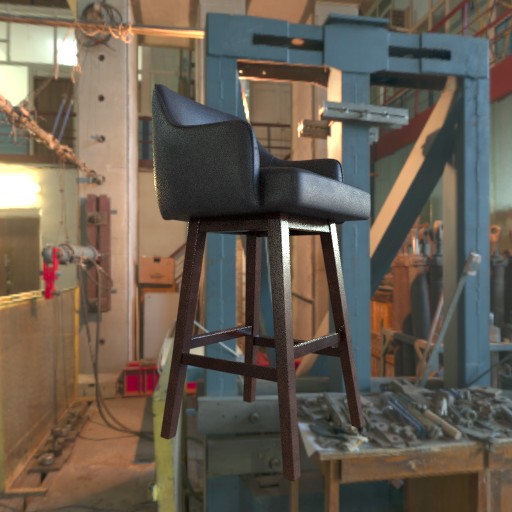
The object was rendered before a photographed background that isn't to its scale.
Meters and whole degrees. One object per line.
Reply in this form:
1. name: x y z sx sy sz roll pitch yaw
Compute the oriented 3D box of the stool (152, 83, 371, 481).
1. stool: 0.000 0.000 1.334 0.560 1.041 0.550 0 0 35
